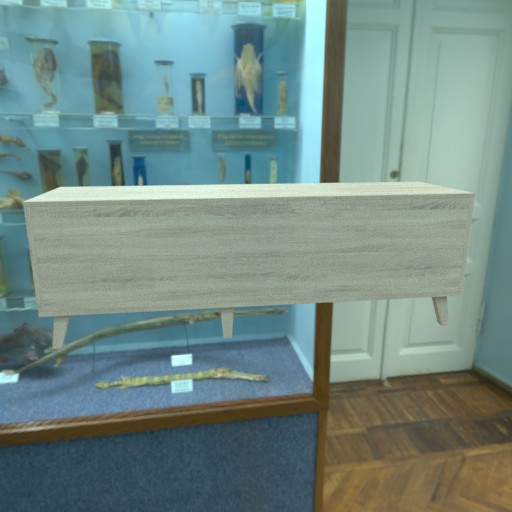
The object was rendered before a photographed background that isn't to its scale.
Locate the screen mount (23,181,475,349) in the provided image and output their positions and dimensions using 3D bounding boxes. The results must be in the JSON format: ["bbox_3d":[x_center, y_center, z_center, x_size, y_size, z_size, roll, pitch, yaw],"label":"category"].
[{"bbox_3d":[0.000,0.000,1.717,1.500,0.510,0.400,-2,16,-7],"label":"screen mount"}]
